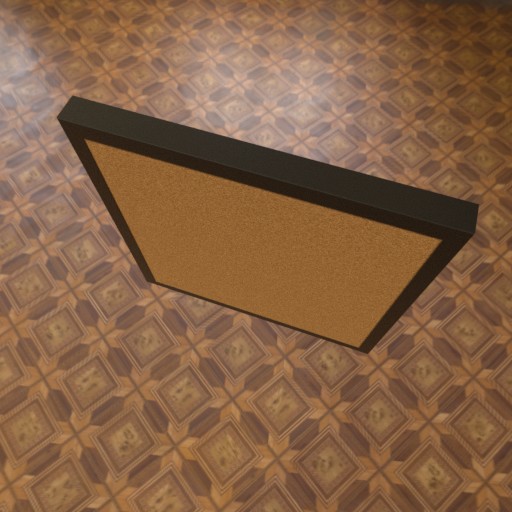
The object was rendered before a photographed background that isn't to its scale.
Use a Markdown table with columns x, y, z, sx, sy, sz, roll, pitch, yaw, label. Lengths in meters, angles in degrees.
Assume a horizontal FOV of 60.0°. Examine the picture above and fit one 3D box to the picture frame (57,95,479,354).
| x | y | z | sx | sy | sz | roll | pitch | yaw | label |
| --- | --- | --- | --- | --- | --- | --- | --- | --- | --- |
| 0.000 | 0.000 | 0.520 | 0.355 | 0.353 | 0.029 | 17 | 64 | 8 | picture frame |
